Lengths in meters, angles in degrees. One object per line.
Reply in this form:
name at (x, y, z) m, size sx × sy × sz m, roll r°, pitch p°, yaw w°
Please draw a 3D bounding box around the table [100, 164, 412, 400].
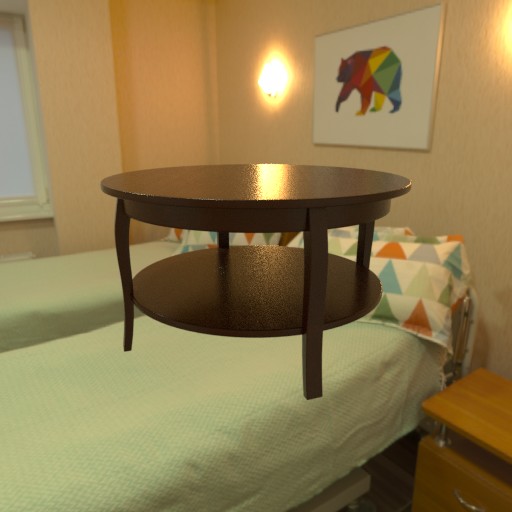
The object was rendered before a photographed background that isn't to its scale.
table at (0.000, 0.000, 1.440) m, size 0.911 × 0.512 × 0.911 m, roll 0°, pitch 16°, yaw 0°
